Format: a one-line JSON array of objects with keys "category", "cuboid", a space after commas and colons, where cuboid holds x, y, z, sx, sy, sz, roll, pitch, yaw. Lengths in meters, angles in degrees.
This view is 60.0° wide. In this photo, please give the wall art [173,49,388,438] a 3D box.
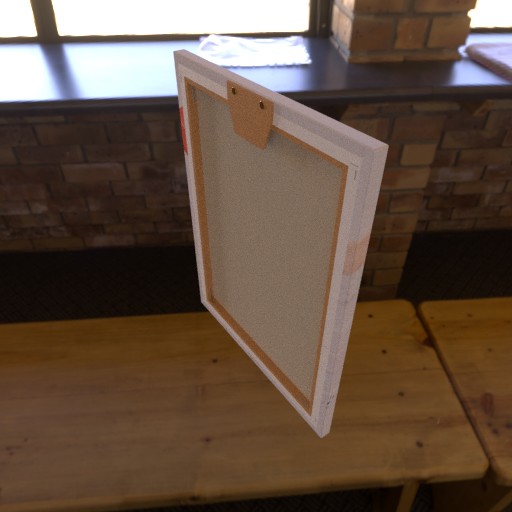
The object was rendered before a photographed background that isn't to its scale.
[{"category": "wall art", "cuboid": [0.000, 0.000, 1.351, 0.045, 1.014, 0.759, -25, 46, -27]}]
